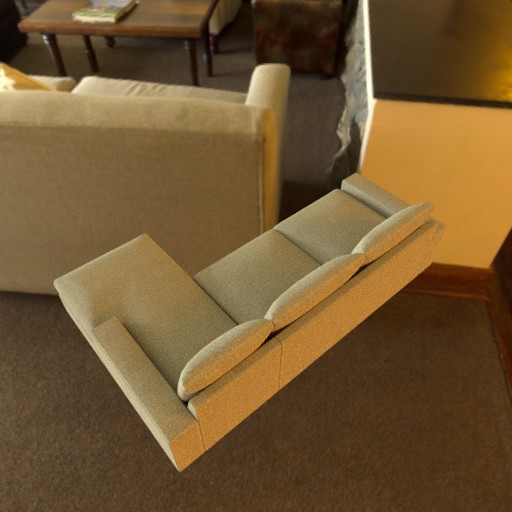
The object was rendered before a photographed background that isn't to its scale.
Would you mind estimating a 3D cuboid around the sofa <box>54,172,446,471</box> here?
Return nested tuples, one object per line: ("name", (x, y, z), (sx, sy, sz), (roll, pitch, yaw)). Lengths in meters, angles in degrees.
("sofa", (0.000, 0.000, 3.563), (2.718, 0.813, 1.689), (-32, 55, -26))
